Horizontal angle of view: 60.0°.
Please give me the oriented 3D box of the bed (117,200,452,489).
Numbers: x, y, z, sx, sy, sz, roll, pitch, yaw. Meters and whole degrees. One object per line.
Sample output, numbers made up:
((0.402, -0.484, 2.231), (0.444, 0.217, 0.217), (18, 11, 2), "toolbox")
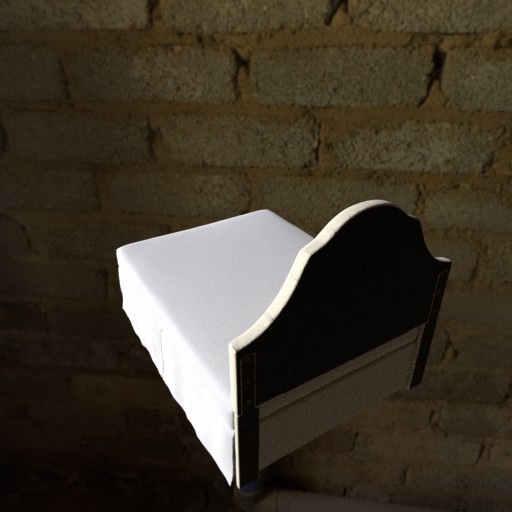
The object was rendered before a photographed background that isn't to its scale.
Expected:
((0.000, 0.000, 3.237), (1.627, 1.575, 2.092), (-17, 34, -27), "bed")
